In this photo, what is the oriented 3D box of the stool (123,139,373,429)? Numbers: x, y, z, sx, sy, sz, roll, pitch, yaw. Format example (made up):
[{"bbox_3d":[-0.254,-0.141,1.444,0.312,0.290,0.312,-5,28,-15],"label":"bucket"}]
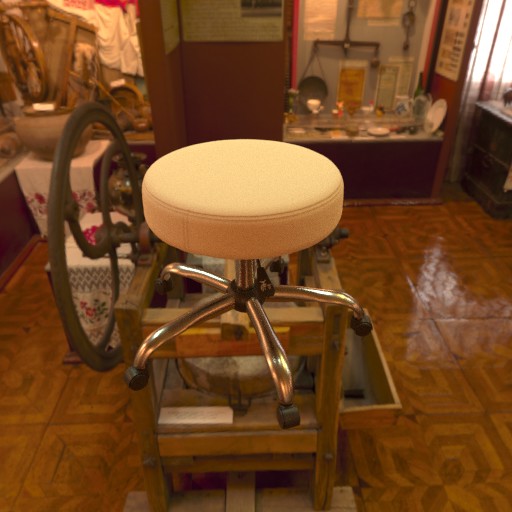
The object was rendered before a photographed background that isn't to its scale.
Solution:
[{"bbox_3d":[0.000,0.000,1.062,0.614,0.482,0.634,0,32,0],"label":"stool"}]
